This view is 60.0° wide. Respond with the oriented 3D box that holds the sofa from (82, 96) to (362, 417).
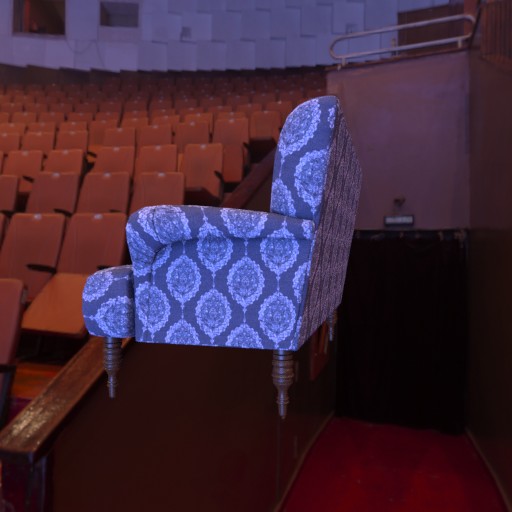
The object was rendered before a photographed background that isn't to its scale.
[{"bbox_3d":[0.000,0.000,1.798,0.779,0.867,1.297,0,1,17],"label":"sofa"}]
